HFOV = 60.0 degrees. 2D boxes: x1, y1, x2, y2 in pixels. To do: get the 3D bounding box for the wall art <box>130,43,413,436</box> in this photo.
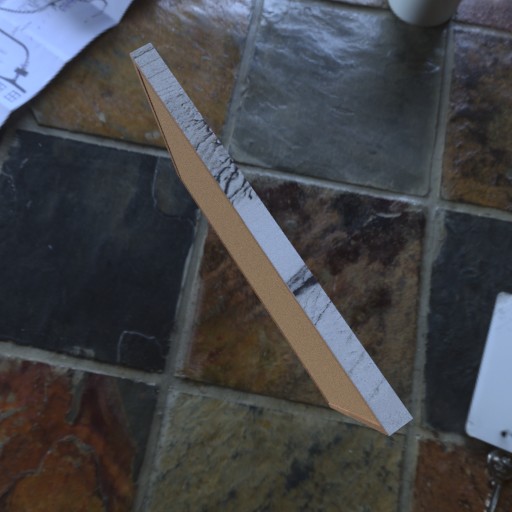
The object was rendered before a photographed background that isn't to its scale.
[{"bbox_3d":[0.000,0.000,0.771,0.035,0.407,0.613,-32,78,-8],"label":"wall art"}]
